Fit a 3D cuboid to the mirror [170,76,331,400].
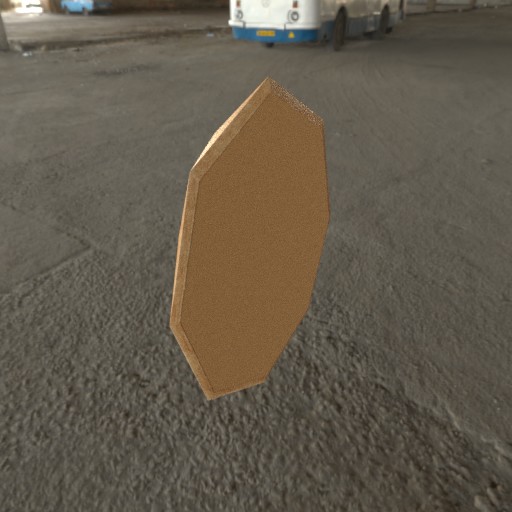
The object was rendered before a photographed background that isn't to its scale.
[{"bbox_3d":[0.000,0.000,1.010,0.070,0.774,0.577,22,38,32],"label":"mirror"}]
